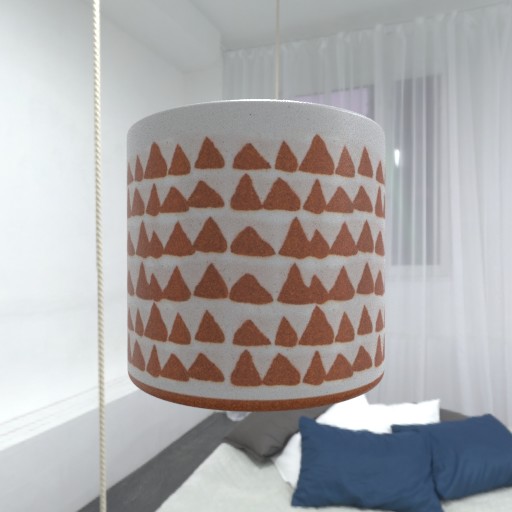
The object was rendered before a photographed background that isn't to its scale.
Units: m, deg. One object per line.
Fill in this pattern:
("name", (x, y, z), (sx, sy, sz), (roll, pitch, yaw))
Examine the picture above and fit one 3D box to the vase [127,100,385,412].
("vase", (0.000, 0.000, 0.245), (0.137, 0.127, 0.137), (0, 1, 0))
